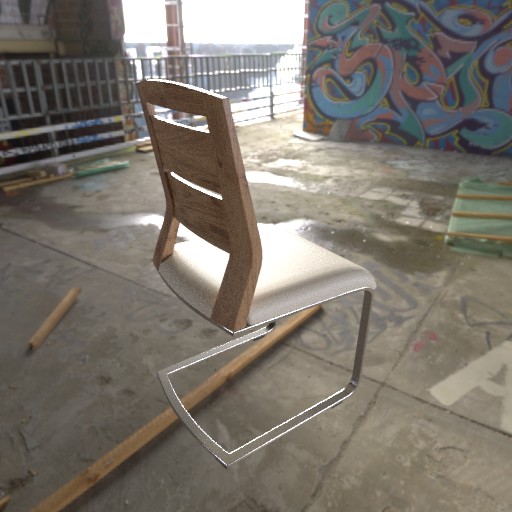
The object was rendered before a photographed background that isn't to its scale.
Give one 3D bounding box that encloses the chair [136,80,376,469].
[{"bbox_3d":[0.000,0.000,1.270,0.561,0.955,0.457,-17,30,-31],"label":"chair"}]
